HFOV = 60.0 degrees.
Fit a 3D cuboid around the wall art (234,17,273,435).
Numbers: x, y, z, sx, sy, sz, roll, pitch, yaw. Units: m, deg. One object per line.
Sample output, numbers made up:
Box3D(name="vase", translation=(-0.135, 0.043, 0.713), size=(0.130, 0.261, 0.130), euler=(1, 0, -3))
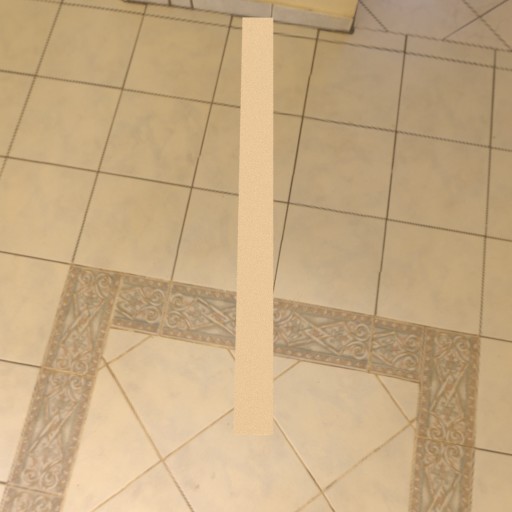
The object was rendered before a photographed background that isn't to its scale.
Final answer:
Box3D(name="wall art", translation=(0.000, 0.000, 0.454), size=(0.024, 0.304, 0.304), euler=(1, 75, 0))
